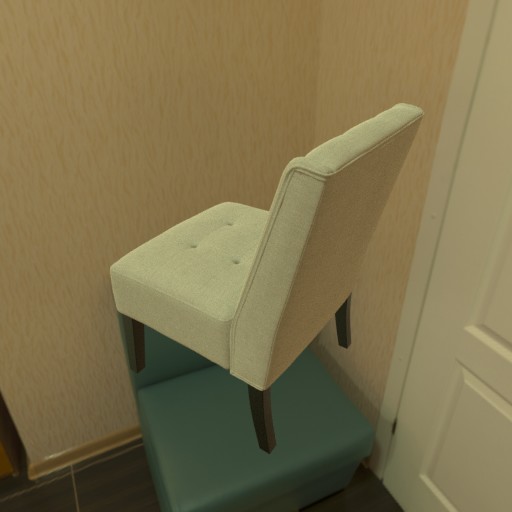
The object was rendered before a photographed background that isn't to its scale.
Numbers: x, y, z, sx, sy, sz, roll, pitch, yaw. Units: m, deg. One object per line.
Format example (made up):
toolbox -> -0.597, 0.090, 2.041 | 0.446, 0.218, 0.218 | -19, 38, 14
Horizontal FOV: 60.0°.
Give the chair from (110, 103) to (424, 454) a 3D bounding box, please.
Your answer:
chair -> 0.000, 0.000, 1.304 | 0.676, 0.853, 0.569 | 19, 36, 29
